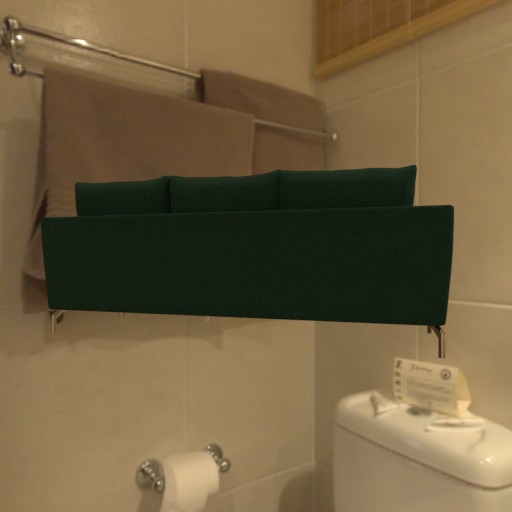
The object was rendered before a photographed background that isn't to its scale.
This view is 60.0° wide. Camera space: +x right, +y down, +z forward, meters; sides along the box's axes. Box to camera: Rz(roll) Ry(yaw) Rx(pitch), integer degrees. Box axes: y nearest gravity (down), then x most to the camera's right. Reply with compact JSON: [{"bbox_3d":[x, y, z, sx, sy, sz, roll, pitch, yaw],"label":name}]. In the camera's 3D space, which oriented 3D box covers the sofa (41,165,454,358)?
[{"bbox_3d":[0.000,0.000,3.174,2.441,1.007,1.489,0,0,17],"label":"sofa"}]
